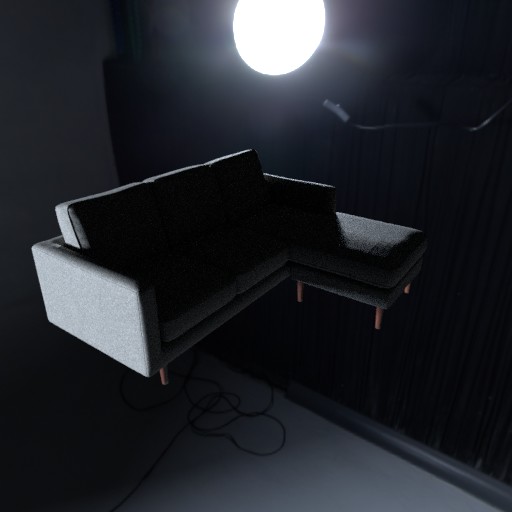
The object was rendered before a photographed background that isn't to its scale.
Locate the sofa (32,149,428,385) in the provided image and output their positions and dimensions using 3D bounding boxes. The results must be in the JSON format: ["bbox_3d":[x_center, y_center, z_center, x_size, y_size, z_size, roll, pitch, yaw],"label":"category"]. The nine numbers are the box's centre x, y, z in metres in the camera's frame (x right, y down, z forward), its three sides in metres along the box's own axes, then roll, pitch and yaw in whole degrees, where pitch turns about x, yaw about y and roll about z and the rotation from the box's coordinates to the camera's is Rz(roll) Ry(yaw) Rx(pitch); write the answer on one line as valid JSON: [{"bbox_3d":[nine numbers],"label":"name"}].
[{"bbox_3d":[0.000,0.000,2.914,1.667,0.957,2.055,17,30,32],"label":"sofa"}]
